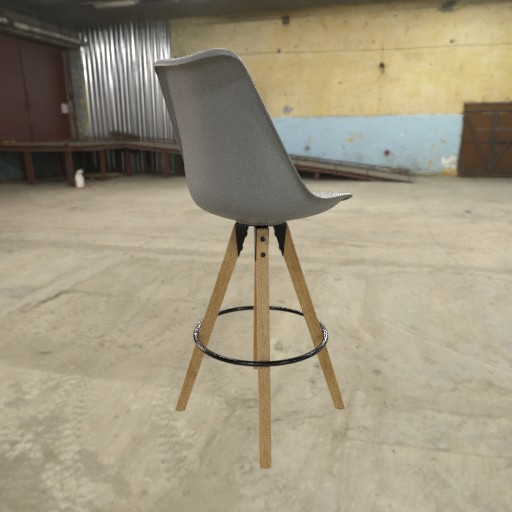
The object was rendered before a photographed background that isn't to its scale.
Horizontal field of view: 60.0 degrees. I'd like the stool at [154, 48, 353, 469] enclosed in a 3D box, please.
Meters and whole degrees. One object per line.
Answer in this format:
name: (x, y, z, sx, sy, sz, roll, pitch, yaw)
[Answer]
stool: (0.000, 0.000, 1.398, 0.485, 1.115, 0.550, 14, 21, 41)
